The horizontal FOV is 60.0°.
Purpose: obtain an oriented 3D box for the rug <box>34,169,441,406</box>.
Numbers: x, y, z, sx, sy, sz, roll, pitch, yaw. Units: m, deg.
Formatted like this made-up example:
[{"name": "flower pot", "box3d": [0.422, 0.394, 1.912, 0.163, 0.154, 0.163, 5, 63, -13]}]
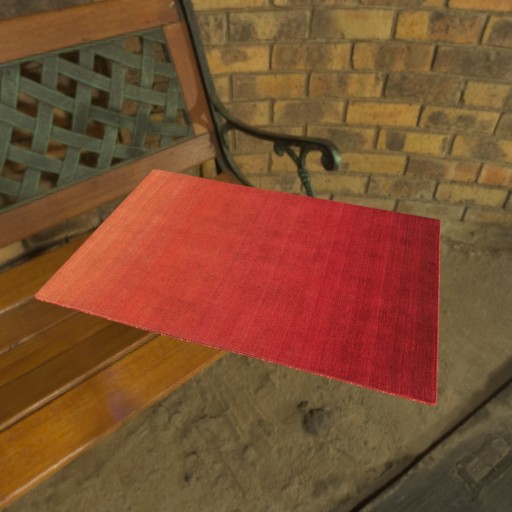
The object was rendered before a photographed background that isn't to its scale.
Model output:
[{"name": "rug", "box3d": [0.000, 0.000, 2.322, 1.835, 0.018, 1.230, 12, 43, 13]}]
